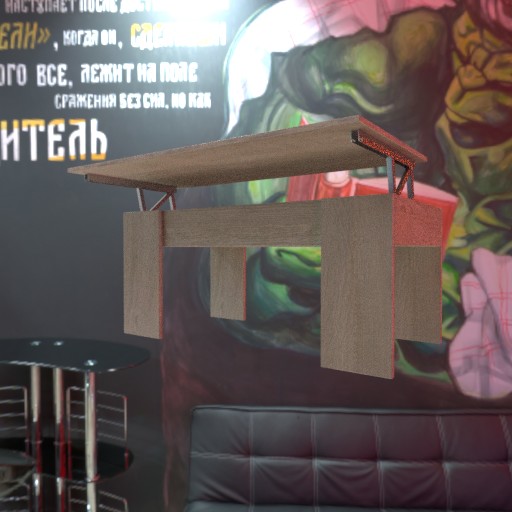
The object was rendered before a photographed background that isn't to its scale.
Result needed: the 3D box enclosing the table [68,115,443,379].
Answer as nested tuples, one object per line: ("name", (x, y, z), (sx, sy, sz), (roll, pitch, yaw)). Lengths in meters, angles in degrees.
("table", (0.000, 0.000, 1.445), (1.000, 0.570, 0.711), (1, 1, 35))
